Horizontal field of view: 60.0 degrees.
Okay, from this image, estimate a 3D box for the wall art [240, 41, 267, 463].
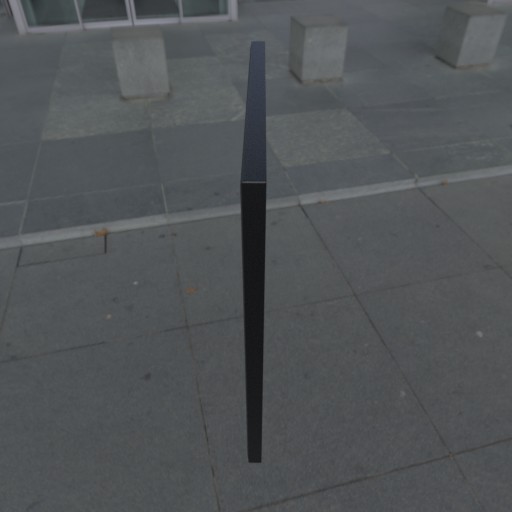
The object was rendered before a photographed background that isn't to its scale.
[{"bbox_3d":[0.000,0.000,1.602,0.053,1.194,0.950,0,41,1],"label":"wall art"}]
